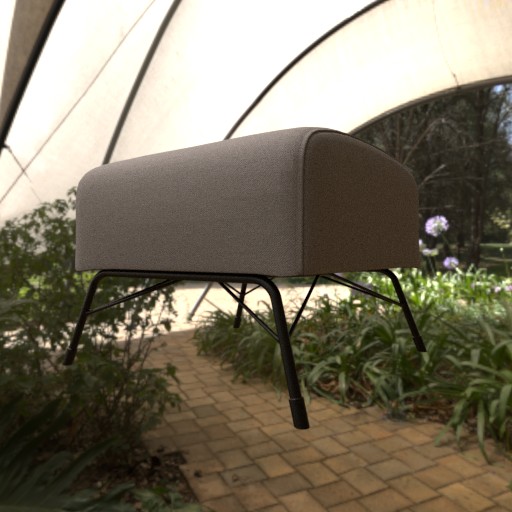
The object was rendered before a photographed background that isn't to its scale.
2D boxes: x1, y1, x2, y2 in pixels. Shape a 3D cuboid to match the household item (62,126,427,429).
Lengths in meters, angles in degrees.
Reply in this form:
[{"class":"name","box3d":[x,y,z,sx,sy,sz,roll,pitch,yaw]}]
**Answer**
[{"class":"household item","box3d":[0.000,0.000,0.894,0.530,0.410,0.530,0,0,36]}]
